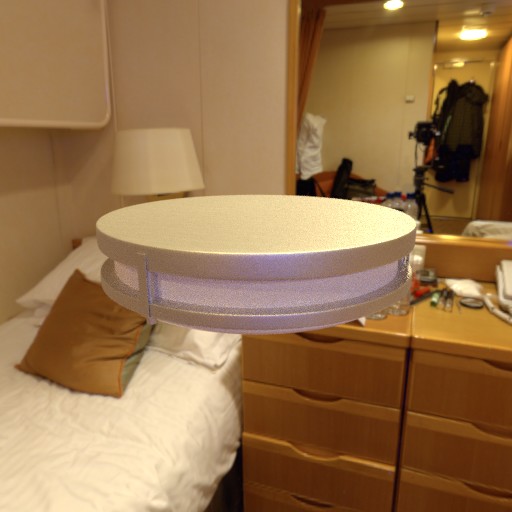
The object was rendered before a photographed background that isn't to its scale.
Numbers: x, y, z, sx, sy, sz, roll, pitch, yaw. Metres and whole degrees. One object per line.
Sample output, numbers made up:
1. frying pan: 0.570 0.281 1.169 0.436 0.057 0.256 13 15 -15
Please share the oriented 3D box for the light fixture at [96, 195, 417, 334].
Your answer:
1. light fixture: 0.000 0.000 0.531 0.356 0.102 0.356 0 15 0
